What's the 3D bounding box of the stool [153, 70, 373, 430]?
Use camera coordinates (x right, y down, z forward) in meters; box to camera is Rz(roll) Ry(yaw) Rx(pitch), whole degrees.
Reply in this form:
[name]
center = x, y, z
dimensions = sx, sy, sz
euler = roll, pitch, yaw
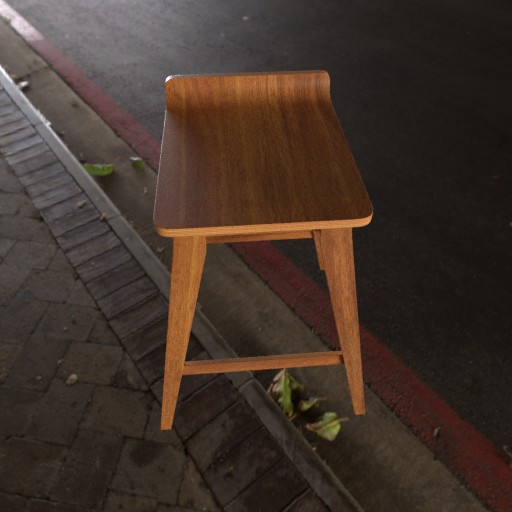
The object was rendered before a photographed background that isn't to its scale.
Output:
[stool]
center = 0.000, 0.000, 1.014
dimensions = 0.500, 0.650, 0.500
euler = -3, 47, -3
